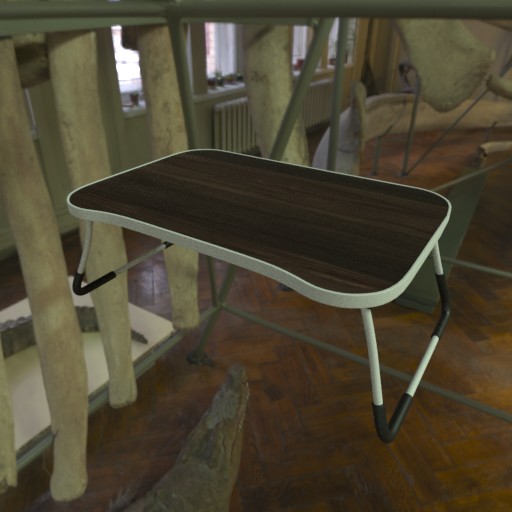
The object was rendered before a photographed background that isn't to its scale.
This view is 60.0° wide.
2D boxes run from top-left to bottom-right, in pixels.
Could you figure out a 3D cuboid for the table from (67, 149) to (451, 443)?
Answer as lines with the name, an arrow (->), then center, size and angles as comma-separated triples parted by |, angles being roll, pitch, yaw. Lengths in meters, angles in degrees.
table -> 0.000, 0.000, 0.820 | 0.660, 0.232, 0.400 | 18, 34, 29
